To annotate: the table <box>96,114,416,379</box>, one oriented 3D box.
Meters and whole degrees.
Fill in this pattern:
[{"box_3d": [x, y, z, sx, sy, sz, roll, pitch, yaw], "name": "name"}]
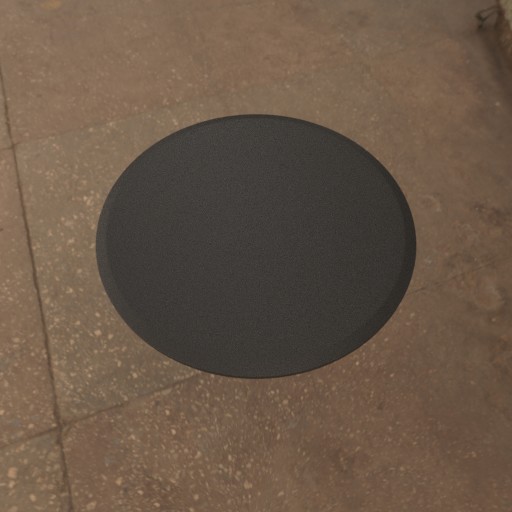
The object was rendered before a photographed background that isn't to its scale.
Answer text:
[{"box_3d": [0.000, 0.000, 1.426, 0.900, 0.400, 0.900, 0, 58, 0], "name": "table"}]
